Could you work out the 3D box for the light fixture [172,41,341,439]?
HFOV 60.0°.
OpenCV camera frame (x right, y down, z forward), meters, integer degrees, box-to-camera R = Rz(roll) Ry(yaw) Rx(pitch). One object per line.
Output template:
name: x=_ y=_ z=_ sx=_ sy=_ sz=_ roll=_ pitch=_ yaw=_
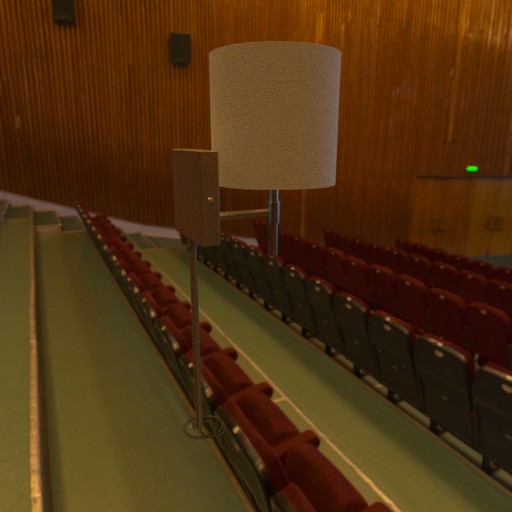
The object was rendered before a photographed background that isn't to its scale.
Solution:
light fixture: x=0.000 y=0.000 z=0.699 sx=0.248 sy=0.589 sz=0.188 roll=-7 pitch=16 yaw=-26
